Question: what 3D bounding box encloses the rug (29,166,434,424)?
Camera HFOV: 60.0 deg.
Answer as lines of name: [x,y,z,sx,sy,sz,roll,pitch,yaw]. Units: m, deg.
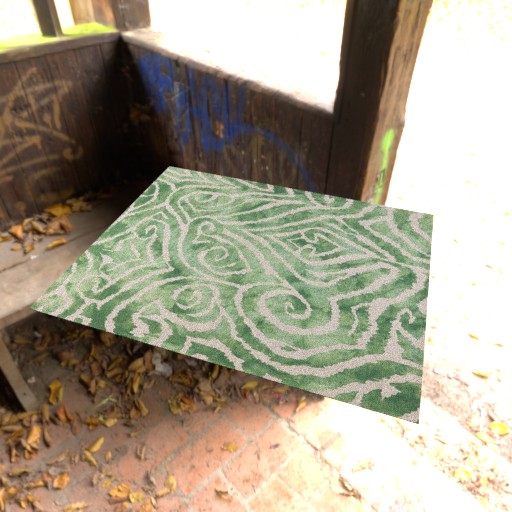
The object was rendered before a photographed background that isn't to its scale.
rug: [0.000,0.000,4.080,3.045,0.007,2.436,13,42,14]
